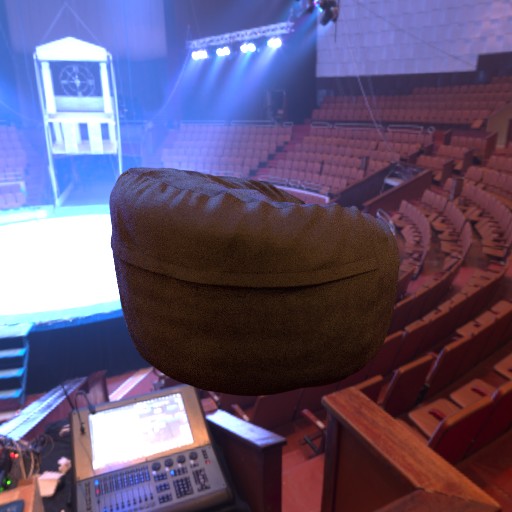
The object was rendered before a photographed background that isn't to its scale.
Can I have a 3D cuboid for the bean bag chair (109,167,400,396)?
[{"bbox_3d":[0.000,0.000,2.040,1.245,0.821,1.245,0,17,0],"label":"bean bag chair"}]
